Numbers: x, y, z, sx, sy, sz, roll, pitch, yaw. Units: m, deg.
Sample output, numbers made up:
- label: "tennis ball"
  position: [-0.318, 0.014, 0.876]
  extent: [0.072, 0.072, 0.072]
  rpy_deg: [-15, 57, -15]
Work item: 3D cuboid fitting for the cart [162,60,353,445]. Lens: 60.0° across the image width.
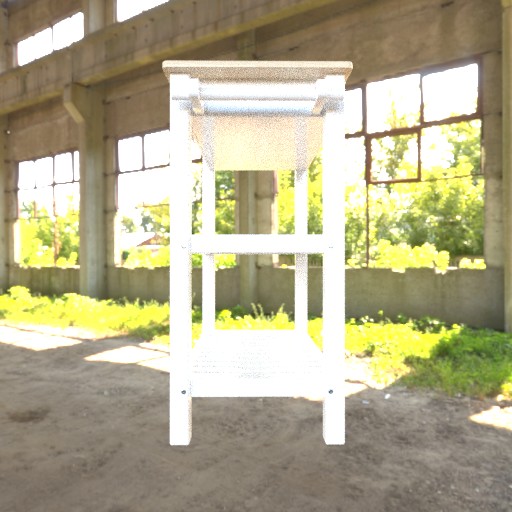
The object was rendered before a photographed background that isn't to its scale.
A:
- label: "cart"
  position: [0.000, 0.000, 1.441]
  extent: [0.457, 0.927, 0.899]
  rpy_deg: [0, 0, -1]
